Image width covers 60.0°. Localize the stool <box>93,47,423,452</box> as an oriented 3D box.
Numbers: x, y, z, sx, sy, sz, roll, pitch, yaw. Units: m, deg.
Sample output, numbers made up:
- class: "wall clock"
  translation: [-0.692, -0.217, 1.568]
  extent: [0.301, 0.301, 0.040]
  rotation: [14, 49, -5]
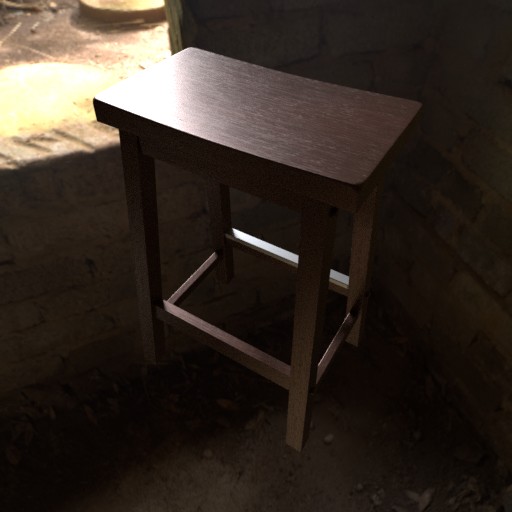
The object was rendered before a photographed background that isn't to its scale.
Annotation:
- class: "stool"
  translation: [0.000, 0.000, 0.830]
  extent: [0.406, 0.610, 0.322]
  rotation: [23, 49, 22]
